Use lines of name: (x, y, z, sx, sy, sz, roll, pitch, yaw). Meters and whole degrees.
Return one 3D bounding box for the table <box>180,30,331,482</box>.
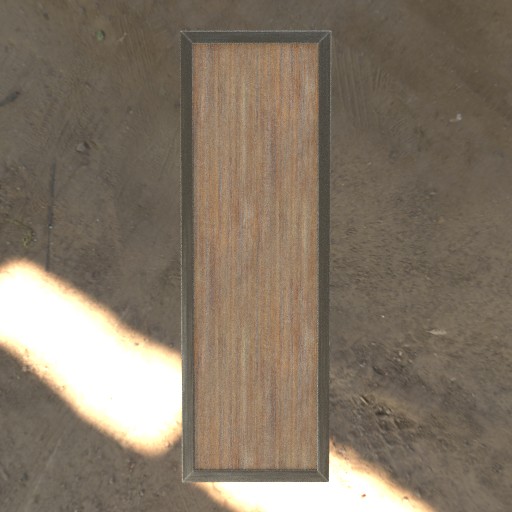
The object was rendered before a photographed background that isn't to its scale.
table: (0.000, 0.000, 1.567, 0.402, 0.753, 1.216, 0, 92, 0)
